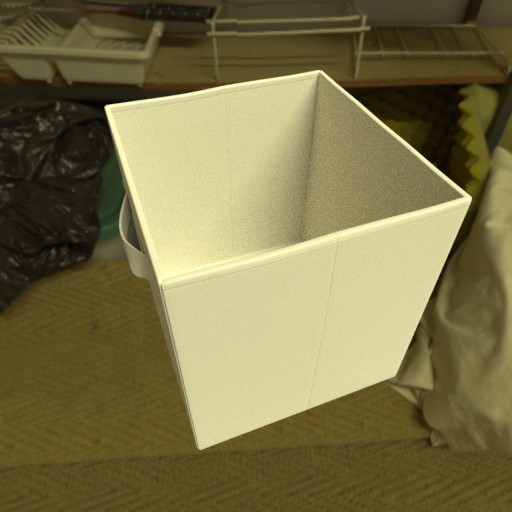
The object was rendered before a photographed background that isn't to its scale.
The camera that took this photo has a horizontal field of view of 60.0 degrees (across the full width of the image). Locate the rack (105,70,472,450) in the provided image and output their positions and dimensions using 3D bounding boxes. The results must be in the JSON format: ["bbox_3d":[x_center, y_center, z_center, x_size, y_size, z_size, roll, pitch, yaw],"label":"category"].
[{"bbox_3d":[0.000,0.000,0.502,0.270,0.280,0.270,-15,47,-15],"label":"rack"}]
